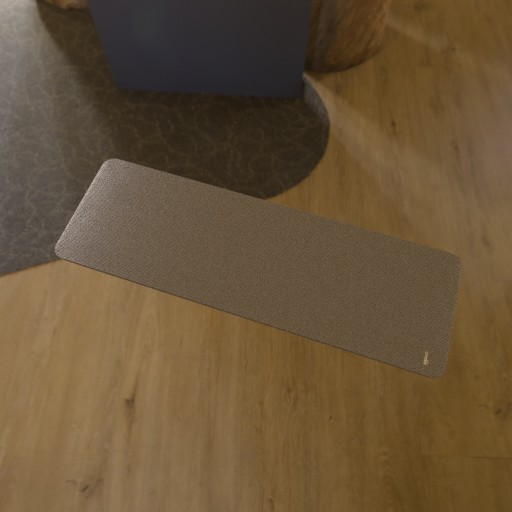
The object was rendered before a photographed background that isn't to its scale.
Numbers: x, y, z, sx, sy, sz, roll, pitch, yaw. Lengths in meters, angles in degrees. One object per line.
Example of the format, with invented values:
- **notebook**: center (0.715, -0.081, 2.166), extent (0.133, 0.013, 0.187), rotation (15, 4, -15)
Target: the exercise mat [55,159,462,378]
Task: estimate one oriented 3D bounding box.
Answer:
- **exercise mat**: center (0.000, 0.000, 2.123), extent (1.884, 0.021, 0.616), rotation (17, 66, 8)
